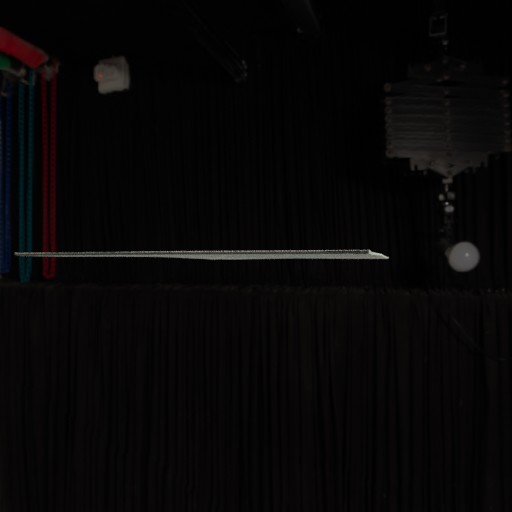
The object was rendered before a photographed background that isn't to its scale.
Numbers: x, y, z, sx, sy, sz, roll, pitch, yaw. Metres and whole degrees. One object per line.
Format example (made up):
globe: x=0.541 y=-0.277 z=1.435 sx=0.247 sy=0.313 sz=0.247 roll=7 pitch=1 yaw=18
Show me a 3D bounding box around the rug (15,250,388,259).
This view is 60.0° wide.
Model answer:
rug: x=0.000 y=0.000 z=5.076 sx=2.802 sy=0.052 sz=4.078 roll=0 pitch=-1 yaw=18
